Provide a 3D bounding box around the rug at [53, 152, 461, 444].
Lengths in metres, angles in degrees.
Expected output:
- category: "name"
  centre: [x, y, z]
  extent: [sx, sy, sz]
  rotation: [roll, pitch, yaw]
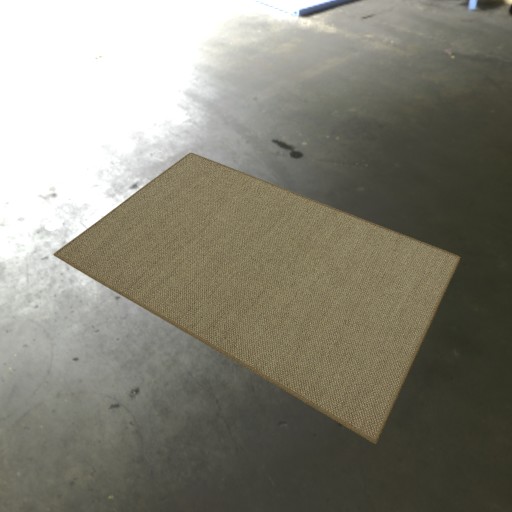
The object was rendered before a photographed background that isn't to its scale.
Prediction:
- category: "rug"
  centre: [0.000, 0.000, 2.139]
  extent: [1.667, 0.013, 1.062]
  rotation: [25, 51, 22]
